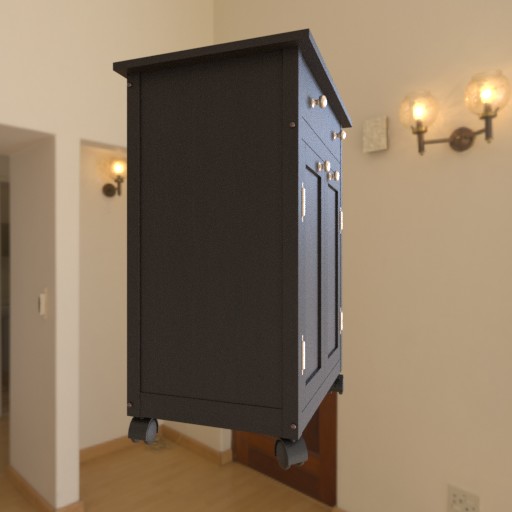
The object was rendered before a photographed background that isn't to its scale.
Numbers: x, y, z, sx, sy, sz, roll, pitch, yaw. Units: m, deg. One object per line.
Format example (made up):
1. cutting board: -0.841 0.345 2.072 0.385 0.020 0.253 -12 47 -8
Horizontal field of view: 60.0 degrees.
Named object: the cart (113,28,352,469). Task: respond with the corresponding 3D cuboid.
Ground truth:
1. cart: 0.000 0.000 1.242 0.456 0.879 0.660 0 0 20
